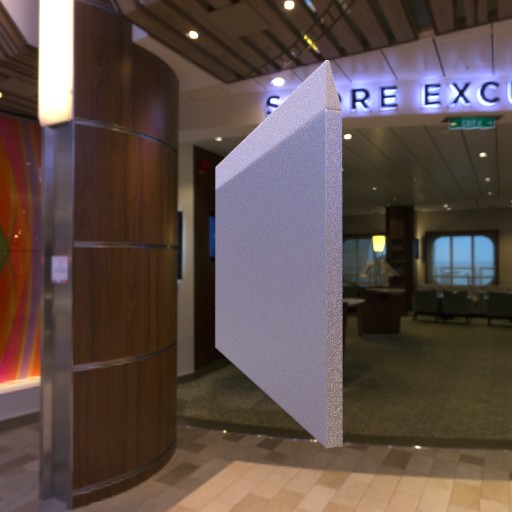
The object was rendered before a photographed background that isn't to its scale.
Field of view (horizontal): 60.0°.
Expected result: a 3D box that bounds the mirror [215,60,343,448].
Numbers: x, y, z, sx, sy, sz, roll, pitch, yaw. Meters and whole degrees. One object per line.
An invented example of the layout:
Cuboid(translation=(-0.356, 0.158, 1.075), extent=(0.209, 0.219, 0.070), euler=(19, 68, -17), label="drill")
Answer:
Cuboid(translation=(0.000, 0.000, 1.138), extent=(0.030, 0.630, 0.870), euler=(0, -1, -17), label="mirror")
